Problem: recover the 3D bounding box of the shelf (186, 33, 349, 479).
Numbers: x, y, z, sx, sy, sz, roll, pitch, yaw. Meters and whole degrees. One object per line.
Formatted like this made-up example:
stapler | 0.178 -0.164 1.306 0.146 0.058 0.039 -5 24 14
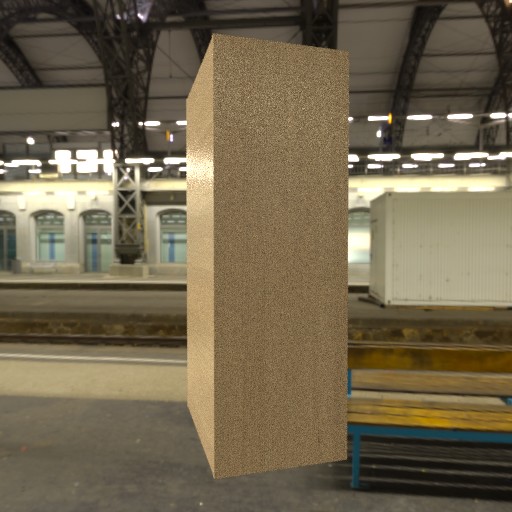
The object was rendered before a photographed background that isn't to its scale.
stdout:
shelf | 0.000 0.000 1.110 0.292 0.876 0.417 0 2 -16
